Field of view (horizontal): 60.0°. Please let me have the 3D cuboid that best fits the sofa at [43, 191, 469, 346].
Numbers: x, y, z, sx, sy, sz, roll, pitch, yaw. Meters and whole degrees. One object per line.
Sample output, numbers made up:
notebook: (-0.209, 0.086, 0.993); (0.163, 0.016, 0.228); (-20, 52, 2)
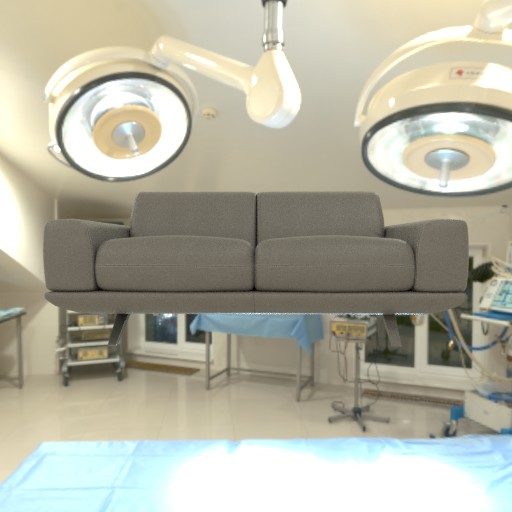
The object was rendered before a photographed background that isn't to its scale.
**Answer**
sofa: (0.000, 0.000, 2.377); (1.901, 0.772, 0.900); (0, 1, 1)
